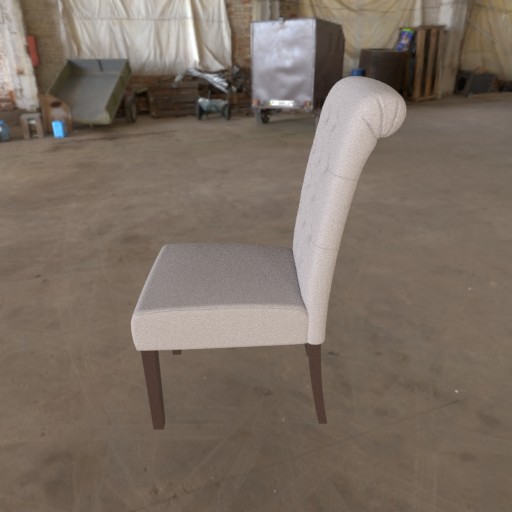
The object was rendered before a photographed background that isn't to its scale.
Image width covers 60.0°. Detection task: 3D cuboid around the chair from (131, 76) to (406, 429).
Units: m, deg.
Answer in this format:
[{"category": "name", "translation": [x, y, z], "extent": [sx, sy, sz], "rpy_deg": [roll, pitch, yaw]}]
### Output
[{"category": "chair", "translation": [0.000, 0.000, 1.346], "extent": [0.671, 1.006, 0.456], "rpy_deg": [0, 26, 0]}]
